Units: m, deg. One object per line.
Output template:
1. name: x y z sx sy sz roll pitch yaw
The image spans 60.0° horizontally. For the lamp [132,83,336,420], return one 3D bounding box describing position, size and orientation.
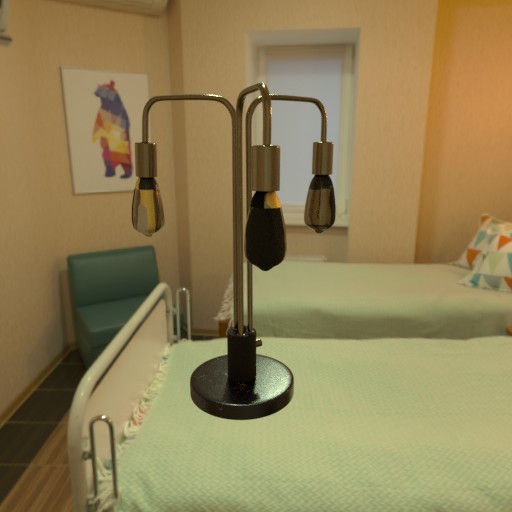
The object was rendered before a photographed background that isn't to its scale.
1. lamp: 0.000 0.000 0.802 0.368 0.560 0.355 -8 16 -27
